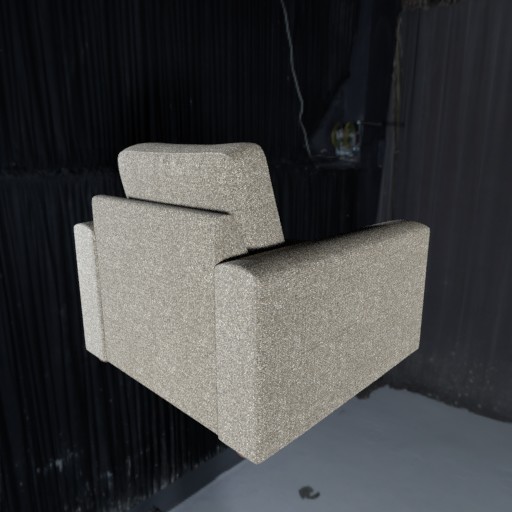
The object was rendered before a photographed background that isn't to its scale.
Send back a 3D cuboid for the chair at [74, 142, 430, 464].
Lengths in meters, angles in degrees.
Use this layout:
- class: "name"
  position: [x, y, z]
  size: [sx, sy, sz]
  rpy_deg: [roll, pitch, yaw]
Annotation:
- class: "chair"
  position: [0.000, 0.000, 1.764]
  size: [1.005, 0.873, 1.016]
  rpy_deg: [13, 19, 42]
